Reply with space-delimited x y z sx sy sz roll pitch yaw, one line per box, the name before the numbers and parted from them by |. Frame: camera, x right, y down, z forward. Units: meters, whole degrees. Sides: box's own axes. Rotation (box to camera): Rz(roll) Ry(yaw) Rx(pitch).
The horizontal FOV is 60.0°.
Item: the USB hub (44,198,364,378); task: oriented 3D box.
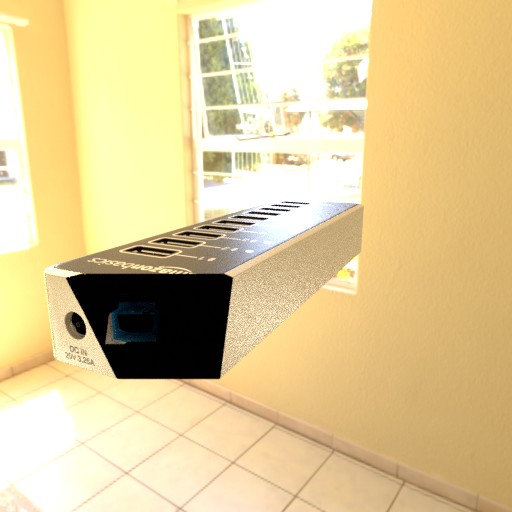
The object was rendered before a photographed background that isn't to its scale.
USB hub | 0.000 0.000 0.160 0.044 0.023 0.145 7 16 26
